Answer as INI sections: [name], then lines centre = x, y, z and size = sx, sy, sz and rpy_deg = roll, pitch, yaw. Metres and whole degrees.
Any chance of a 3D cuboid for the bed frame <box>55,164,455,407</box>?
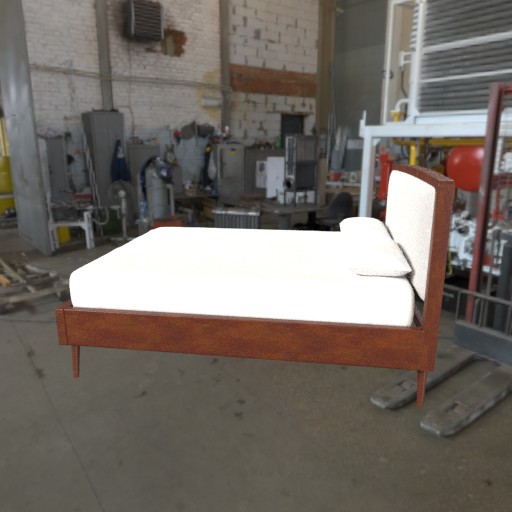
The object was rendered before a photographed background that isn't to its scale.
[bed frame]
centre = 0.000, 0.000, 3.190
size = 2.171, 1.279, 1.587
rpy_deg = 2, 15, 8
